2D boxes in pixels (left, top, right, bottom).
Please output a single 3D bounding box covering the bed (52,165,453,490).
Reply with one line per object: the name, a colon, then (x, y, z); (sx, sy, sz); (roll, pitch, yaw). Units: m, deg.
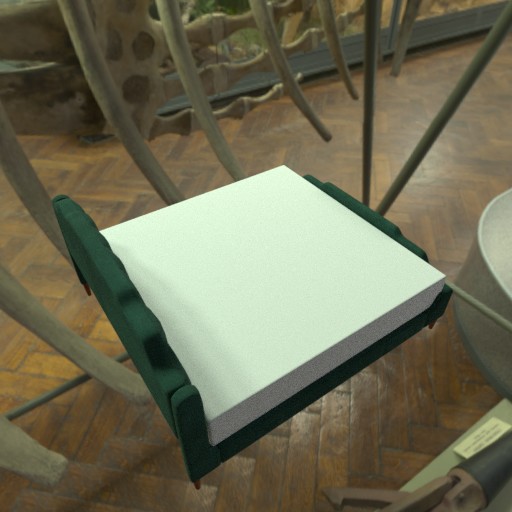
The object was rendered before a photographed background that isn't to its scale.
bed: (0.000, 0.000, 3.443); (2.340, 1.245, 2.074); (-24, 47, -25)
